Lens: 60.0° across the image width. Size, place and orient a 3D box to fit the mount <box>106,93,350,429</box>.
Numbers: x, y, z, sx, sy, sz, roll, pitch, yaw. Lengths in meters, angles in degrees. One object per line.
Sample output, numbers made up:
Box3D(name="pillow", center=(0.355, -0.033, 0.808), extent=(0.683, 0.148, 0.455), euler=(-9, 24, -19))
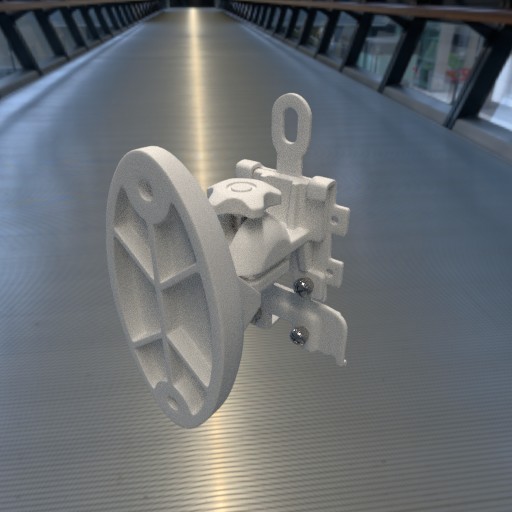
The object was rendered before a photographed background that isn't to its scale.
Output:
Box3D(name="mount", center=(0.000, 0.000, 0.177), extent=(0.066, 0.118, 0.100), euler=(20, 35, 32))
